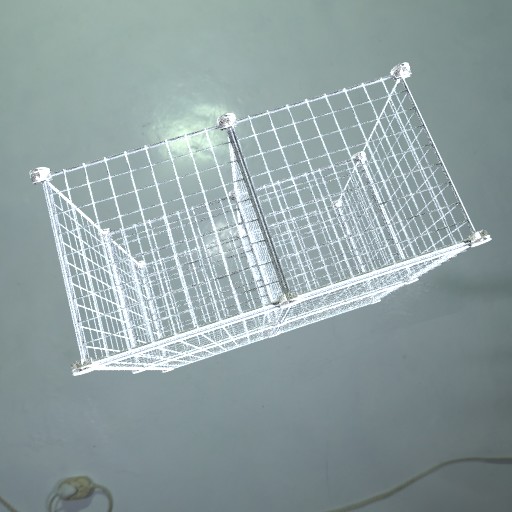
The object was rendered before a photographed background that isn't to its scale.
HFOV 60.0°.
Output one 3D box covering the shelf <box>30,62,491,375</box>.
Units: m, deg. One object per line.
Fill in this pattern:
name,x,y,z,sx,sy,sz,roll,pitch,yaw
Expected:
shelf,0.000,0.000,1.087,0.711,0.711,0.356,-17,76,-4
